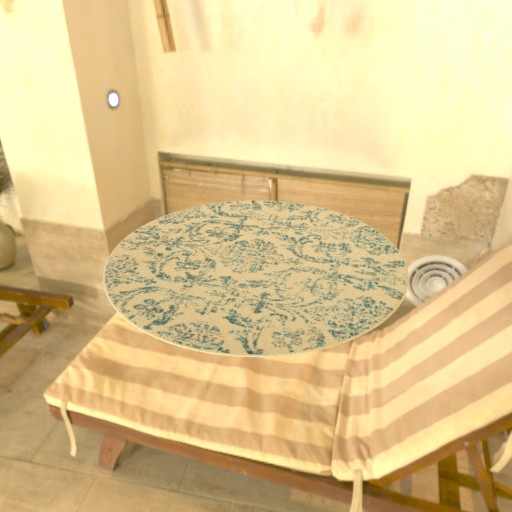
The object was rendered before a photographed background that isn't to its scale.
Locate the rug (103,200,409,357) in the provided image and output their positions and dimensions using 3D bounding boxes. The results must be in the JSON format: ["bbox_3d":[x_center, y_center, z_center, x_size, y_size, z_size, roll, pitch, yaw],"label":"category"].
[{"bbox_3d":[0.000,0.000,2.411,1.593,0.012,1.593,0,29,0],"label":"rug"}]
